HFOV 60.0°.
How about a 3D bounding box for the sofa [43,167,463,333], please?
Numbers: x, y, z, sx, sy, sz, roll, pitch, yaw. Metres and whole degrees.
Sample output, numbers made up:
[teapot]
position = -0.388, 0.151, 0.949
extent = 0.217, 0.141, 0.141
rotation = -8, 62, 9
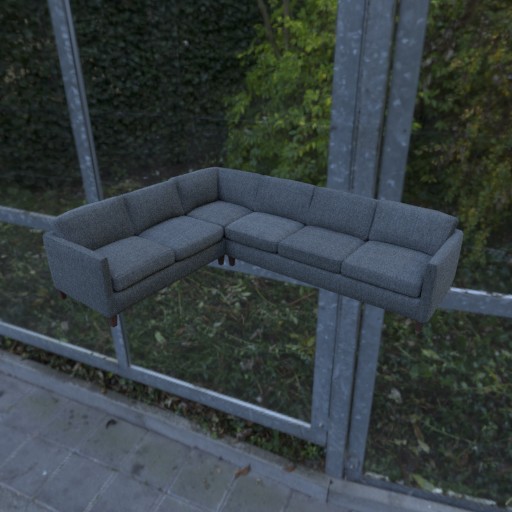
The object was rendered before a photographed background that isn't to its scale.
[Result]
[sofa]
position = 0.000, 0.000, 4.425
extent = 3.302, 0.947, 2.593
rotation = 18, 32, 32
